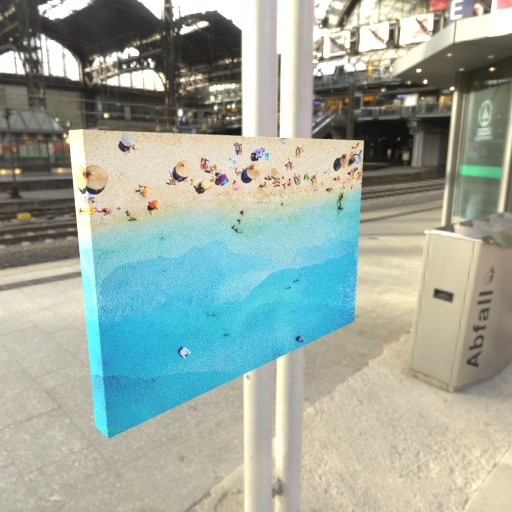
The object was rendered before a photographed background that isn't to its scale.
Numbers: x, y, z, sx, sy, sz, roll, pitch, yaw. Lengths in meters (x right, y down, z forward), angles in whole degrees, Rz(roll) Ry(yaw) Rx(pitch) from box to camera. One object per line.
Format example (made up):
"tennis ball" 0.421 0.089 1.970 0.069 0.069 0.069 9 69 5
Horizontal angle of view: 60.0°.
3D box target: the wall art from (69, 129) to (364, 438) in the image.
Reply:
"wall art" 0.000 0.000 1.146 0.057 0.595 0.894 12 18 43
